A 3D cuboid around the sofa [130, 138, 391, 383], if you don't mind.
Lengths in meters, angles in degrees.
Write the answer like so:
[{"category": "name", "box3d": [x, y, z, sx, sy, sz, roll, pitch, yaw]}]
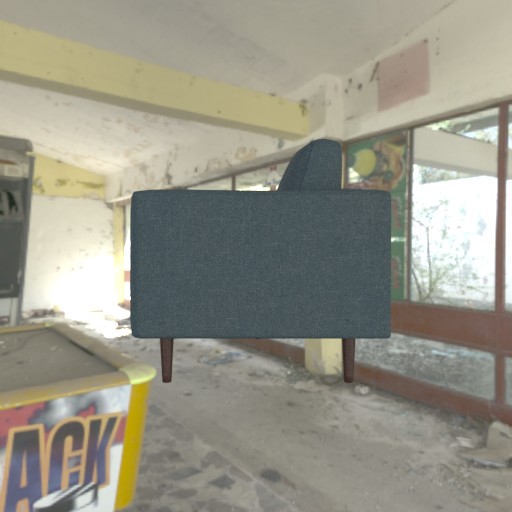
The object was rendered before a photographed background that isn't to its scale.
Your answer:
[{"category": "sofa", "box3d": [0.000, 0.000, 2.526, 0.935, 0.945, 2.013, 0, 1, 0]}]
